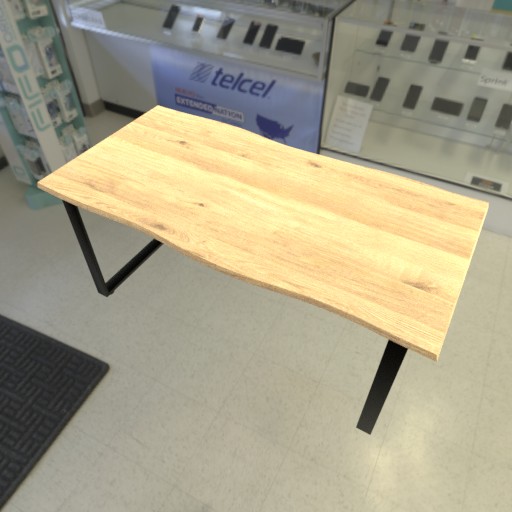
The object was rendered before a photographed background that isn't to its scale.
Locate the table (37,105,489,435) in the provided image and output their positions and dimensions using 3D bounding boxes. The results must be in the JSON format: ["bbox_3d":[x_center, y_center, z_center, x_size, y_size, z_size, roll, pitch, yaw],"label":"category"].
[{"bbox_3d":[0.000,0.000,2.216,1.800,0.780,0.900,22,49,21],"label":"table"}]
